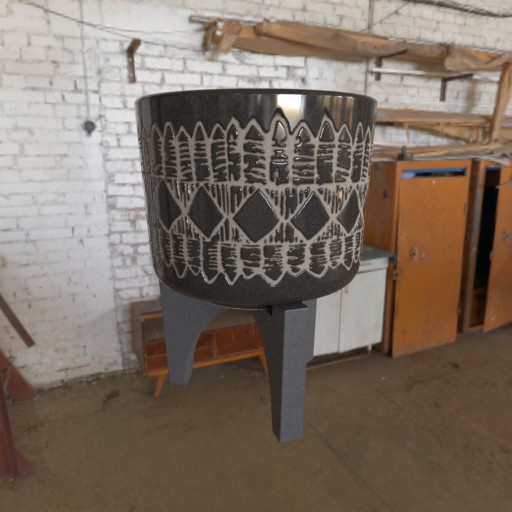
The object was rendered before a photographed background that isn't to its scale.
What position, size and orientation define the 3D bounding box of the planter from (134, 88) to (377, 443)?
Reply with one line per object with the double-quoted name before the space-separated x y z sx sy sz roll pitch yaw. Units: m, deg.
"planter" 0.000 0.000 0.401 0.196 0.264 0.196 3 15 11
